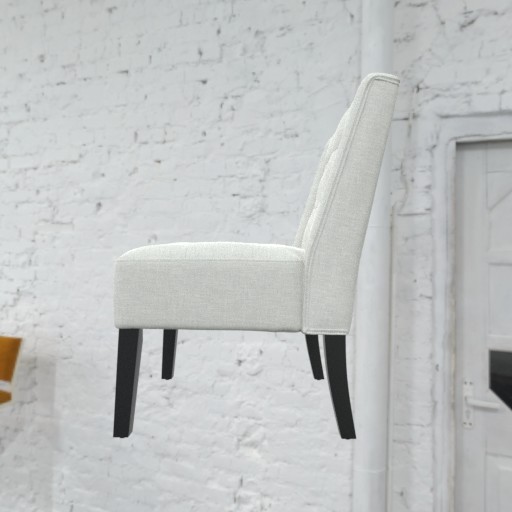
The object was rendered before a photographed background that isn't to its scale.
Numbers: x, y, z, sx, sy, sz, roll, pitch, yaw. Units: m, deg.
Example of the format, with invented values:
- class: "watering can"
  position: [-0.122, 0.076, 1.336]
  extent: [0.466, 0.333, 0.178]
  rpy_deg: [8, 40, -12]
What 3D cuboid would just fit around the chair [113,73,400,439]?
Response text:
- class: "chair"
  position: [0.000, 0.000, 1.291]
  extent: [0.676, 0.853, 0.569]
  rpy_deg: [0, -1, 1]
